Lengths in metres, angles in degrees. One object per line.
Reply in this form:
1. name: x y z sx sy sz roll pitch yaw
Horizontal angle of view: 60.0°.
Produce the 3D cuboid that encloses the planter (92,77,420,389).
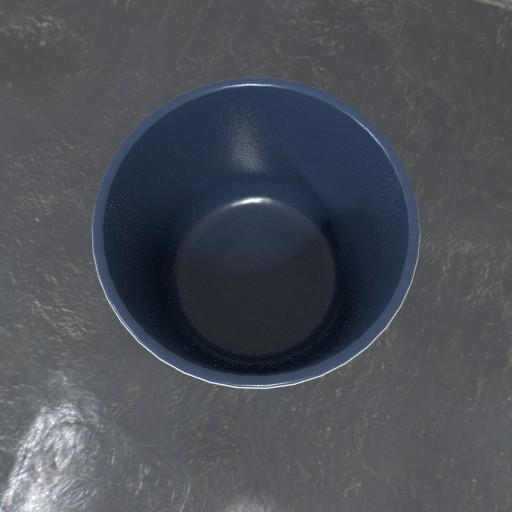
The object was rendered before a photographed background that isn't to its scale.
1. planter: 0.000 0.000 0.323 0.182 0.165 0.182 0 75 0
